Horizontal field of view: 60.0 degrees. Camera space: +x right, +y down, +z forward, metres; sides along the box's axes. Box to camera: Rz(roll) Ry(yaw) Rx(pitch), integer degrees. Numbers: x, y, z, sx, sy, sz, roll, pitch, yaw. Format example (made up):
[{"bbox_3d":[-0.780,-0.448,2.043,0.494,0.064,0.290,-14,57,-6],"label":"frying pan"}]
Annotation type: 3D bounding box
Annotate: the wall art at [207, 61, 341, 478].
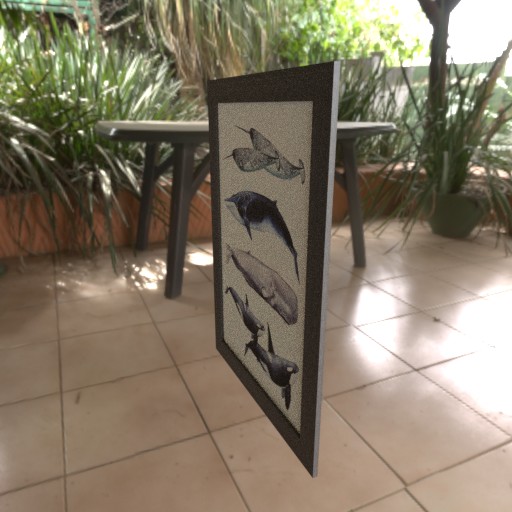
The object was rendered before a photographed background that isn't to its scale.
[{"bbox_3d":[0.000,0.000,1.463,0.016,1.116,0.810,-9,20,-24],"label":"wall art"}]
